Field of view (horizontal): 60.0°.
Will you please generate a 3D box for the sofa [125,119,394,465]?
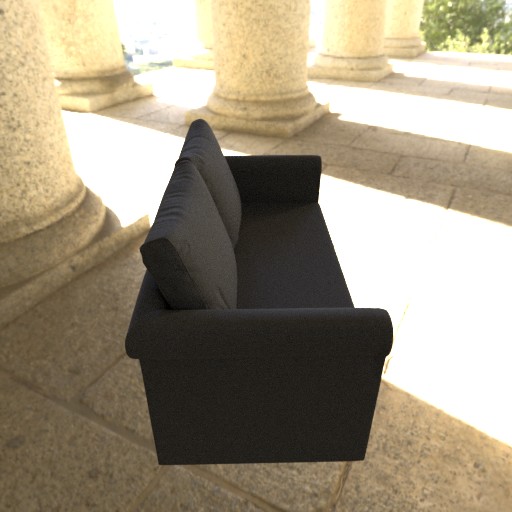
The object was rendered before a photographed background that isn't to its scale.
[{"bbox_3d":[0.000,0.000,1.908,0.741,0.872,1.460,-1,32,-1],"label":"sofa"}]
